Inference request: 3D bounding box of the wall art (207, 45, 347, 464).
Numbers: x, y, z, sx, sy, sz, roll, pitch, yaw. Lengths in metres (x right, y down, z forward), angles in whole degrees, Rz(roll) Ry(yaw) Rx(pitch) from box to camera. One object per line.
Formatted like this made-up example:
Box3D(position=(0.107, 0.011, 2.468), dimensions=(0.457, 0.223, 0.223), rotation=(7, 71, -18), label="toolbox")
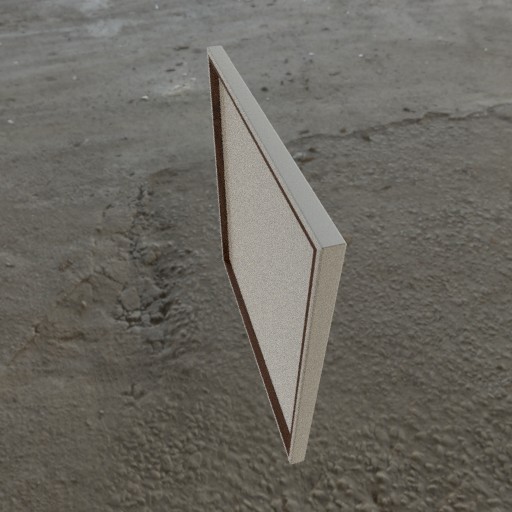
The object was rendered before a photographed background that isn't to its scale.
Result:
Box3D(position=(0.000, 0.000, 1.115), dimensions=(0.037, 0.757, 0.757), rotation=(-11, 46, -11), label="wall art")
